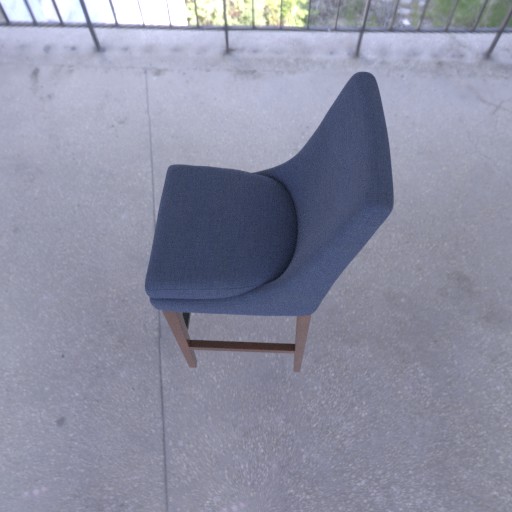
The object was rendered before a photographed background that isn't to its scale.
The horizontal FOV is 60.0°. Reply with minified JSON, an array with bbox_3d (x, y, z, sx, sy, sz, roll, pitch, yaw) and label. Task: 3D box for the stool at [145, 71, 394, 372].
[{"bbox_3d":[0.000,0.000,1.405,0.577,1.078,0.470,2,59,1],"label":"stool"}]
